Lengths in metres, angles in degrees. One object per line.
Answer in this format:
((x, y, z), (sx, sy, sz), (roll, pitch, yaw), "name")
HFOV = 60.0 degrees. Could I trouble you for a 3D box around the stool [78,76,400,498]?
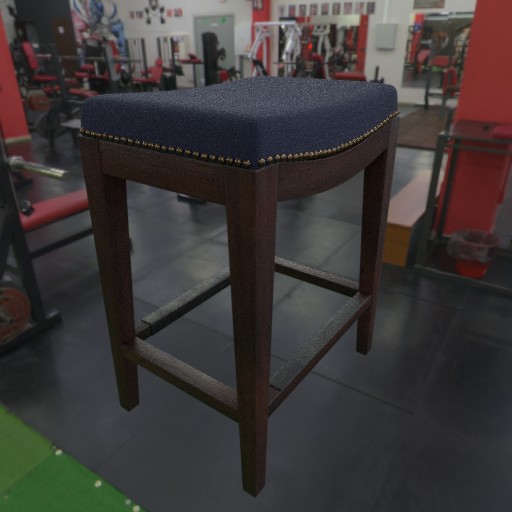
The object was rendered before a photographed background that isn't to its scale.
((0.000, 0.000, 0.900), (0.361, 0.642, 0.500), (18, 32, 32), "stool")
